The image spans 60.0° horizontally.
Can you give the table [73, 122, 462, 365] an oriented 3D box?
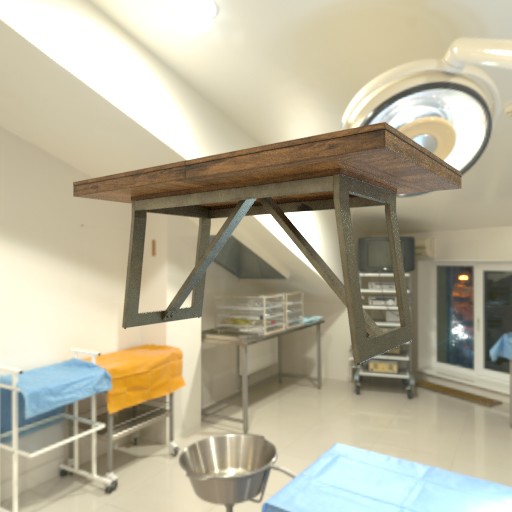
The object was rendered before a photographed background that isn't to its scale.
[{"bbox_3d":[0.000,0.000,2.138,1.641,0.757,0.931,0,-1,37],"label":"table"}]
